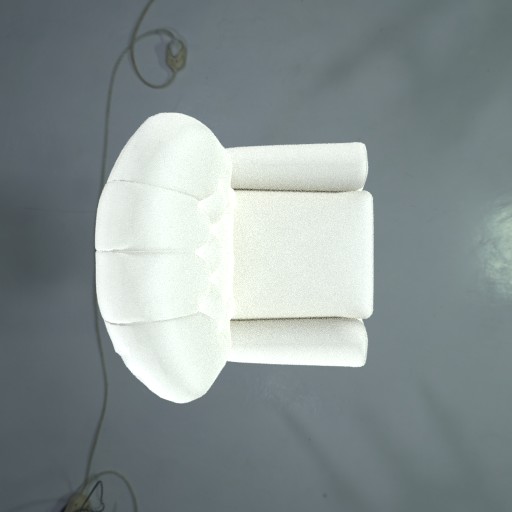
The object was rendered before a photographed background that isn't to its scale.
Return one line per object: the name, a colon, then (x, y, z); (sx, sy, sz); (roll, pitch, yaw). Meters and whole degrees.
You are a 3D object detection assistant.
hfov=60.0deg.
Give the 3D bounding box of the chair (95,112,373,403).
chair: (0.000, 0.000, 2.037); (1.132, 1.169, 1.035); (0, 90, 0)
